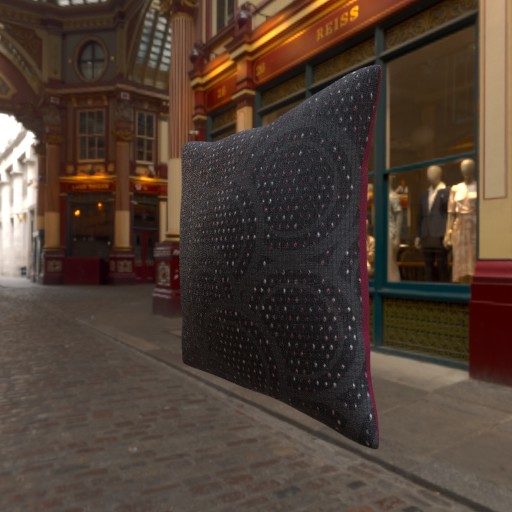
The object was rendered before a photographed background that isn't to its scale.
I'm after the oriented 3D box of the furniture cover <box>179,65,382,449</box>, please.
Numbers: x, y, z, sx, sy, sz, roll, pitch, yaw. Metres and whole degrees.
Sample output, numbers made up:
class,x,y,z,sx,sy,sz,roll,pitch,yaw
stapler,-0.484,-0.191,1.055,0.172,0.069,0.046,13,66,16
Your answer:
class,x,y,z,sx,sy,sz,roll,pitch,yaw
furniture cover,0.000,0.000,0.803,0.193,0.509,0.552,0,1,-36
